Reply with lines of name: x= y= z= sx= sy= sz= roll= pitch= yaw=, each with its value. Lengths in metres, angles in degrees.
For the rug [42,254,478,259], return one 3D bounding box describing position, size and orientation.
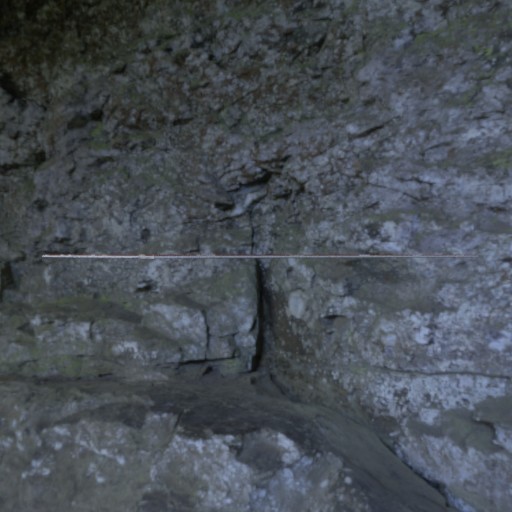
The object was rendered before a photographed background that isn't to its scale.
rug: x=0.000 y=0.000 z=3.981 sx=3.049 sy=0.021 sz=2.466 roll=0 pitch=0 yaw=-37
